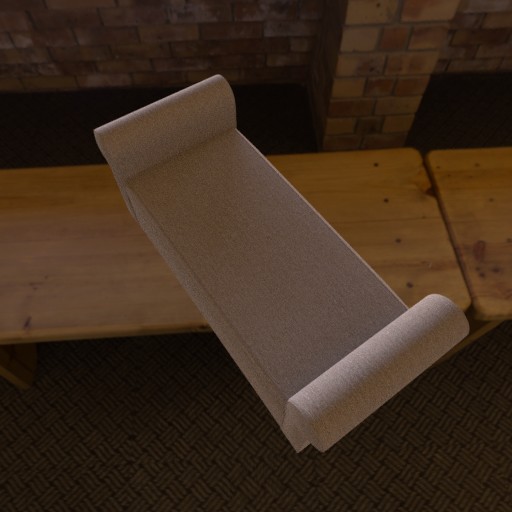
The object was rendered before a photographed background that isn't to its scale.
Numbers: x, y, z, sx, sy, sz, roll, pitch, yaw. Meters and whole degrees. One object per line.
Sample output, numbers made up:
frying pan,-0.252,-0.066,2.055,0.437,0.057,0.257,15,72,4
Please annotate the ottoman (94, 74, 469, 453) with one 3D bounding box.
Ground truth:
ottoman,0.000,0.000,1.552,0.521,0.547,1.256,-31,64,-17
